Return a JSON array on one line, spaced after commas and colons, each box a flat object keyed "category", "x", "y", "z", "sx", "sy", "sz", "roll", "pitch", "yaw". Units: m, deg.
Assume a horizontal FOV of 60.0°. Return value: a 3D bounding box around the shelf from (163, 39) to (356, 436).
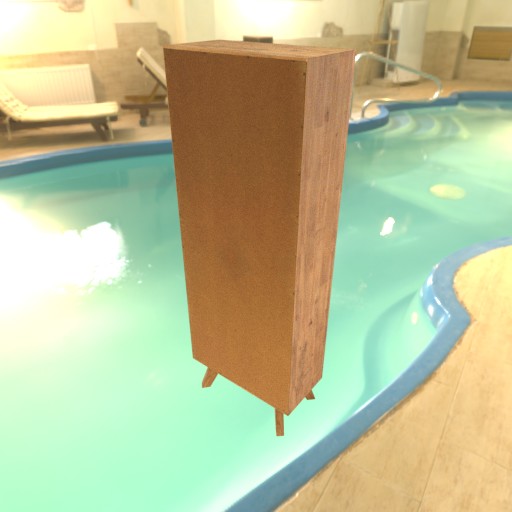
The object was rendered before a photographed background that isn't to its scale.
[{"category": "shelf", "x": 0.000, "y": 0.000, "z": 1.568, "sx": 0.491, "sy": 1.342, "sz": 0.267, "roll": 22, "pitch": 37, "yaw": 32}]
